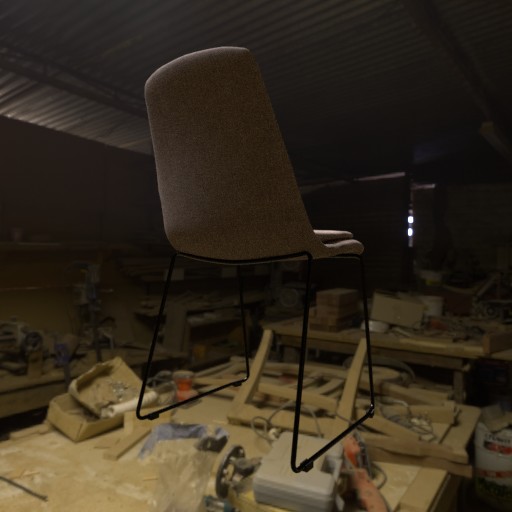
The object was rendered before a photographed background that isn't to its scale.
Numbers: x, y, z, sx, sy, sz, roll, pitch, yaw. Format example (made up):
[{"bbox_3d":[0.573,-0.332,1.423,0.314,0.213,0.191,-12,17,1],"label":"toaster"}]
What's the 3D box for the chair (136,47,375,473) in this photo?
[{"bbox_3d":[0.000,0.000,1.146,0.479,0.858,0.518,0,1,36],"label":"chair"}]
